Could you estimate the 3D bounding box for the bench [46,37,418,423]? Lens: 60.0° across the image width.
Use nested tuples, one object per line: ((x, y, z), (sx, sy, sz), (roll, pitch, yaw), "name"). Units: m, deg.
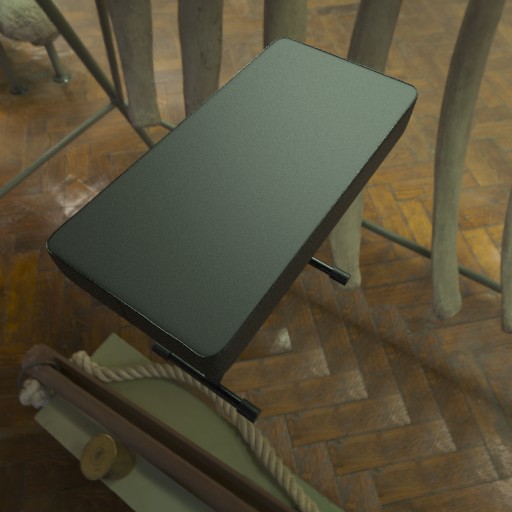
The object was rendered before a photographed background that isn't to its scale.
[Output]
((0.000, 0.000, 0.914), (0.300, 0.561, 0.600), (30, 62, 18), "bench")
